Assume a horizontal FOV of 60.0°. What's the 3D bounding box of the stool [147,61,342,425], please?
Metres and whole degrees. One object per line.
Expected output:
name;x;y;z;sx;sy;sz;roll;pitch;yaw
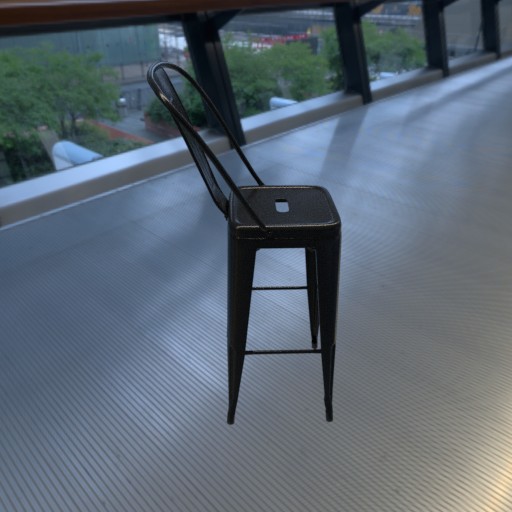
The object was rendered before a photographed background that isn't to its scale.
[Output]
stool;0.000;0.000;1.365;0.513;1.096;0.399;-1;31;-1
